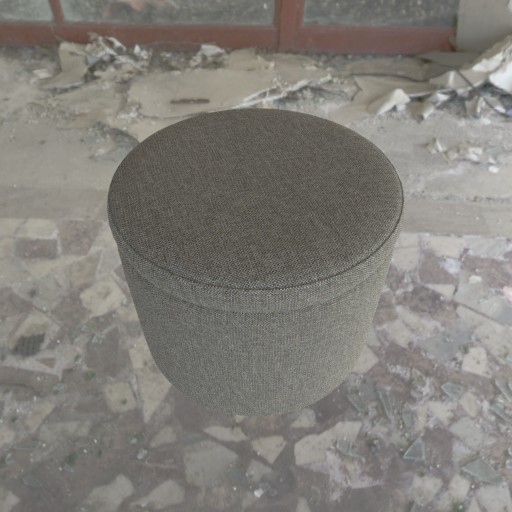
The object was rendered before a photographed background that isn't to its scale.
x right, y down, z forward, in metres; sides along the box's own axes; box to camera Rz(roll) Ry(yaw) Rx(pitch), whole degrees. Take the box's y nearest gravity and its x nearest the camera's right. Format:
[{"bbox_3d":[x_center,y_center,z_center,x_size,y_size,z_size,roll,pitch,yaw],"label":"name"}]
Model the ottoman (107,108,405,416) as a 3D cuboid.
[{"bbox_3d":[0.000,0.000,0.918,0.520,0.430,0.520,0,46,0],"label":"ottoman"}]
